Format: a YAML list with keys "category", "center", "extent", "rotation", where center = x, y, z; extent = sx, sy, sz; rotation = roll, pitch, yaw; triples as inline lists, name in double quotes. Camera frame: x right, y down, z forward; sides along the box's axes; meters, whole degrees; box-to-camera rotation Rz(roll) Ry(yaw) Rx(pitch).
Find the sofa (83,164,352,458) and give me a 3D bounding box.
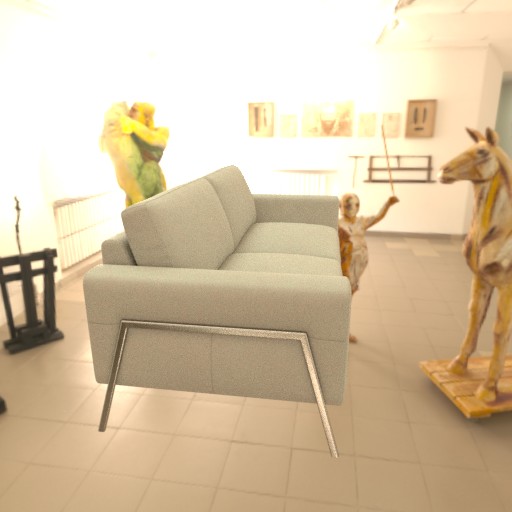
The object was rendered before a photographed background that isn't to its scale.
- category: "sofa"
  center: [0.000, 0.000, 2.487]
  extent: [0.953, 0.875, 2.017]
  rotation: [3, 17, 9]
